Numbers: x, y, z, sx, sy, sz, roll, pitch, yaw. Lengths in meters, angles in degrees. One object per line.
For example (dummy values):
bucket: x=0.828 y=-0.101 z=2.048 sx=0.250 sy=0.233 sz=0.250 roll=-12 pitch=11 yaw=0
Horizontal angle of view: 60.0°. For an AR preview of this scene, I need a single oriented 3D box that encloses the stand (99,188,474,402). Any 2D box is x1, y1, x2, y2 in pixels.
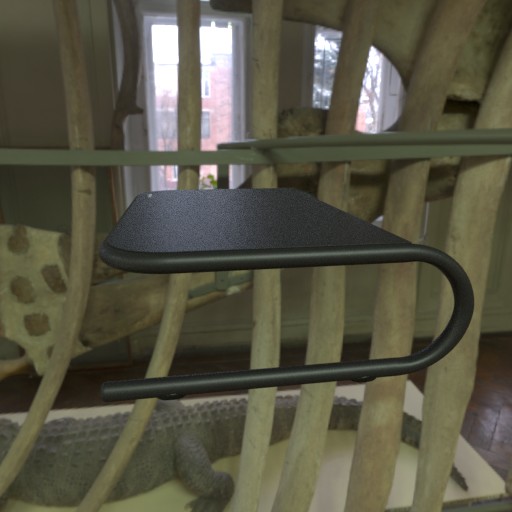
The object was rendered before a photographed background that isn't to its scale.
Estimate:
stand: x=0.000 y=0.000 z=0.490 sx=0.280 sy=0.108 sz=0.370 roll=-2 pitch=15 yaw=-9
